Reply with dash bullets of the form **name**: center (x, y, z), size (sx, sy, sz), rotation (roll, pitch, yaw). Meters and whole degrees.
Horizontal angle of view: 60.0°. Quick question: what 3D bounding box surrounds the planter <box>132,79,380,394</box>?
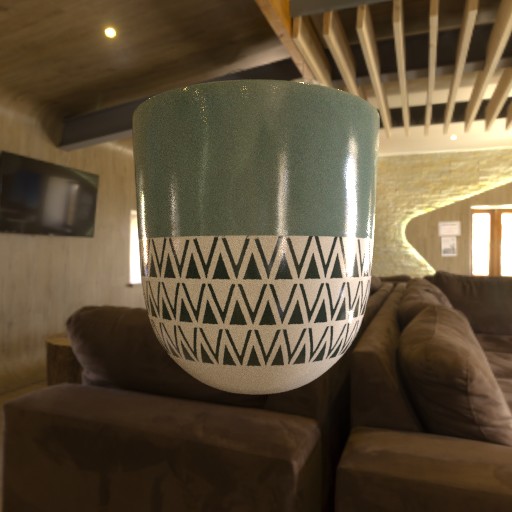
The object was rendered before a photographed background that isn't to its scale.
- **planter**: center (0.000, 0.000, 0.368), size (0.198, 0.214, 0.198), rotation (0, 0, 0)
